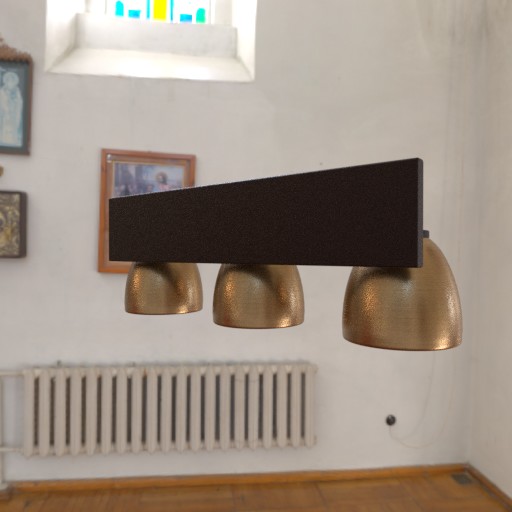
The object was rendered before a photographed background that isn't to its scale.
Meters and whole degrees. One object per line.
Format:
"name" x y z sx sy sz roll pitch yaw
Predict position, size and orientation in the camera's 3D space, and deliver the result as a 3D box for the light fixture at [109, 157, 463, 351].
"light fixture" 0.000 0.000 0.678 0.582 0.204 0.157 0 1 38
